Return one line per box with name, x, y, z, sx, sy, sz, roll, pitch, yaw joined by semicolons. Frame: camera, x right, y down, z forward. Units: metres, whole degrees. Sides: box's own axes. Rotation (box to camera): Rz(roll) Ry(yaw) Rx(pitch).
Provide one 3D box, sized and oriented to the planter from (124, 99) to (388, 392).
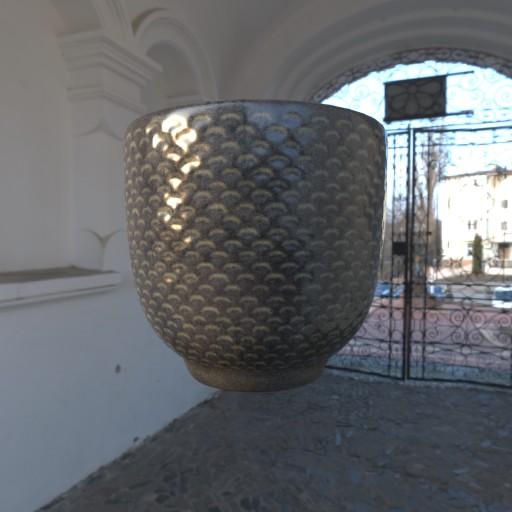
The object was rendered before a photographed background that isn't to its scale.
planter;0.000;0.000;0.303;0.172;0.160;0.172;0;2;0
